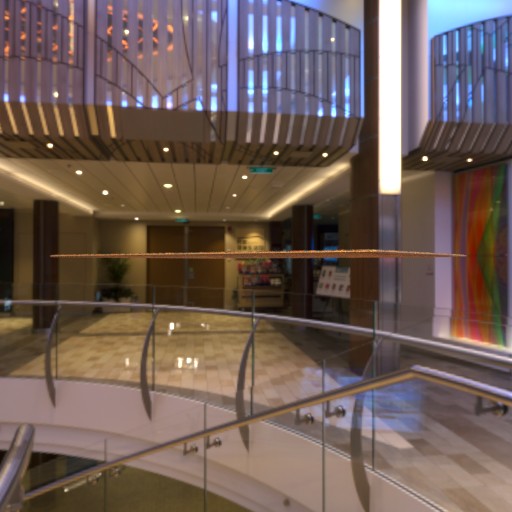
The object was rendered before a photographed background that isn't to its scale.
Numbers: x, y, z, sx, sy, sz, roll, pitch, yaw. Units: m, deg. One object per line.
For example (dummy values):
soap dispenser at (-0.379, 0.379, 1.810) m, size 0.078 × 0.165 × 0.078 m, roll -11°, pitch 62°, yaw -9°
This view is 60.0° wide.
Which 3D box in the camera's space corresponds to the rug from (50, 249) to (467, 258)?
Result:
rug at (0.000, 0.000, 3.778) m, size 2.916 × 0.019 × 2.043 m, roll -1°, pitch -1°, yaw 36°
